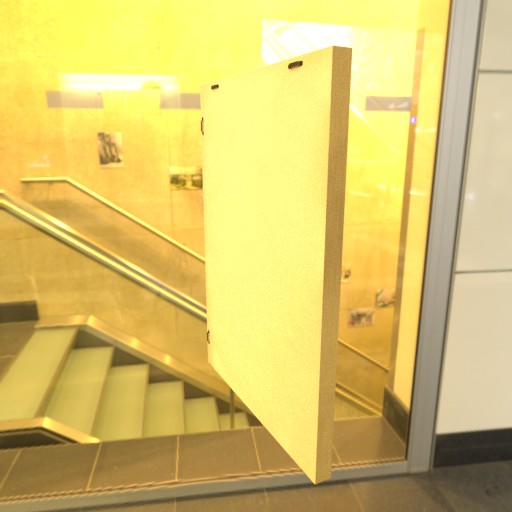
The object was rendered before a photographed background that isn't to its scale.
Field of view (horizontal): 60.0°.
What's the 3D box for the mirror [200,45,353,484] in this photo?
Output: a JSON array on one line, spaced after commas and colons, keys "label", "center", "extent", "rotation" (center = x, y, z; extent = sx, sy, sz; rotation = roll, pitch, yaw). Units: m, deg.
[{"label": "mirror", "center": [0.000, 0.000, 0.914], "extent": [0.040, 0.710, 0.507], "rotation": [-7, 16, -27]}]
